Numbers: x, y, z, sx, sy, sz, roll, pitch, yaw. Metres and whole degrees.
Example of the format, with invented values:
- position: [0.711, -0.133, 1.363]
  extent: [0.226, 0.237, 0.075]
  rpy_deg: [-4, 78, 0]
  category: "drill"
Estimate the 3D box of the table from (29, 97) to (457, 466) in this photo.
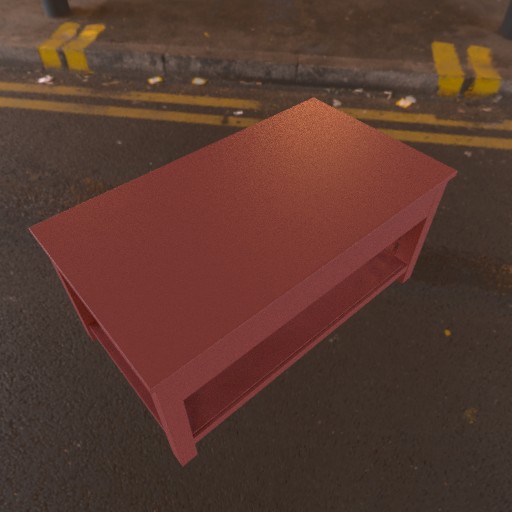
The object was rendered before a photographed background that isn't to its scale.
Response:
- position: [0.000, 0.000, 1.426]
  extent: [1.068, 0.493, 0.612]
  rpy_deg: [-32, 55, -27]
  category: "table"
